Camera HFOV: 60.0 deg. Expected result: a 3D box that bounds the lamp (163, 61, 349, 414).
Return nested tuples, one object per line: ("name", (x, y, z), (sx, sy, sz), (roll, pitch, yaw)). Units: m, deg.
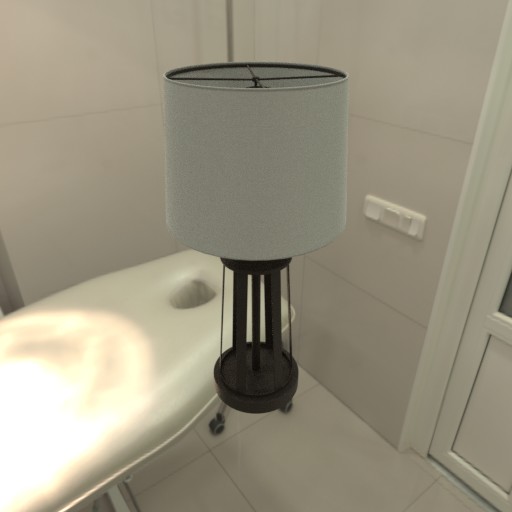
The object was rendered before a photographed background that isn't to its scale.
("lamp", (0.000, 0.000, 0.660), (0.251, 0.509, 0.251), (0, 30, 0))
